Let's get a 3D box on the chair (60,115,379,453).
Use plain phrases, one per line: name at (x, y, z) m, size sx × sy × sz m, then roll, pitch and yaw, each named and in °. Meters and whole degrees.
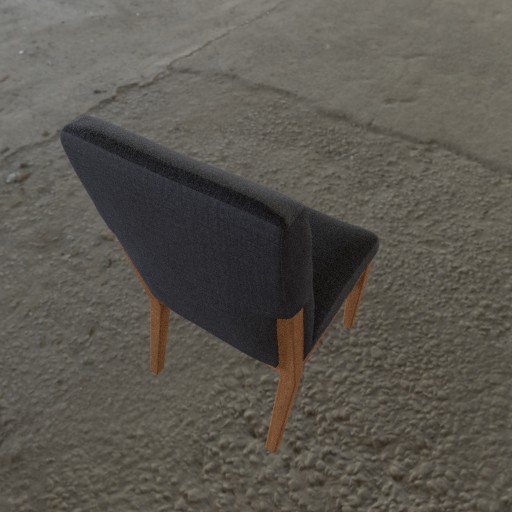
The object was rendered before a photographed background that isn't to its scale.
chair at (0.000, 0.000, 1.183) m, size 0.507 × 0.911 × 0.586 m, roll 26°, pitch 52°, yaw 22°
